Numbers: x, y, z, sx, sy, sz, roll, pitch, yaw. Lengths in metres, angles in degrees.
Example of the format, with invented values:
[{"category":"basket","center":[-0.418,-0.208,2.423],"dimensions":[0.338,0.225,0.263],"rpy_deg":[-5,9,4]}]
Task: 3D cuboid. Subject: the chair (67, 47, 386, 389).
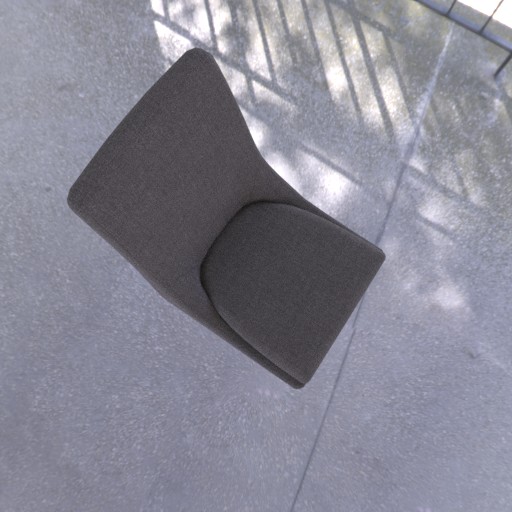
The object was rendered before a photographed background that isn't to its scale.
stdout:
[{"category":"chair","center":[0.000,0.000,1.326],"dimensions":[0.655,0.952,0.508],"rpy_deg":[33,78,8]}]
